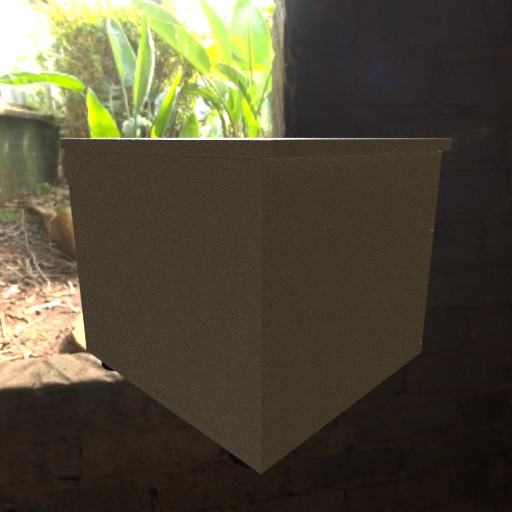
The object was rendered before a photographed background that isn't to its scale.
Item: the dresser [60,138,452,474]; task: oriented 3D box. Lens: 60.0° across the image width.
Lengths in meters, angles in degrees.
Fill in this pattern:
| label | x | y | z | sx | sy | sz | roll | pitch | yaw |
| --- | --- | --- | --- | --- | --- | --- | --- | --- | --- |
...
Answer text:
| label | x | y | z | sx | sy | sz | roll | pitch | yaw |
| --- | --- | --- | --- | --- | --- | --- | --- | --- | --- |
| dresser | 0.000 | 0.000 | 0.702 | 0.430 | 0.360 | 0.400 | 14 | 20 | 42 |
